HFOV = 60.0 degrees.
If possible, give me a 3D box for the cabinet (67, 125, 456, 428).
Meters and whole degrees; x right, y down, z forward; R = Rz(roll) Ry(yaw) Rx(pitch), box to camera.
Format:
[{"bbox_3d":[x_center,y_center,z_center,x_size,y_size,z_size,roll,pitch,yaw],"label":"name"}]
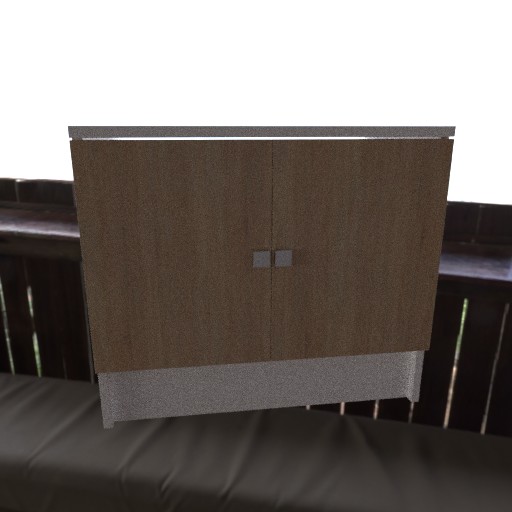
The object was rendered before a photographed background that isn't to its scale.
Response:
[{"bbox_3d":[0.000,0.000,0.929,0.600,0.522,0.400,-2,16,-8],"label":"cabinet"}]
